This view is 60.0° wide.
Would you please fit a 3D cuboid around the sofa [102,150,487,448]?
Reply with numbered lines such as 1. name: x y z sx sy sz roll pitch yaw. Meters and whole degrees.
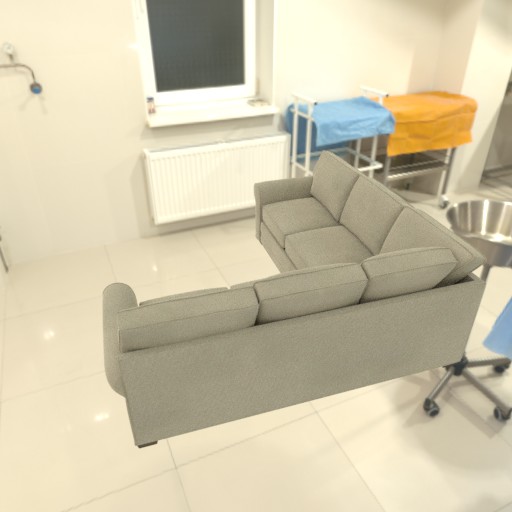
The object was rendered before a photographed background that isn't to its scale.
1. sofa: 0.000 0.000 3.872 2.562 1.053 2.487 -9 33 -15
